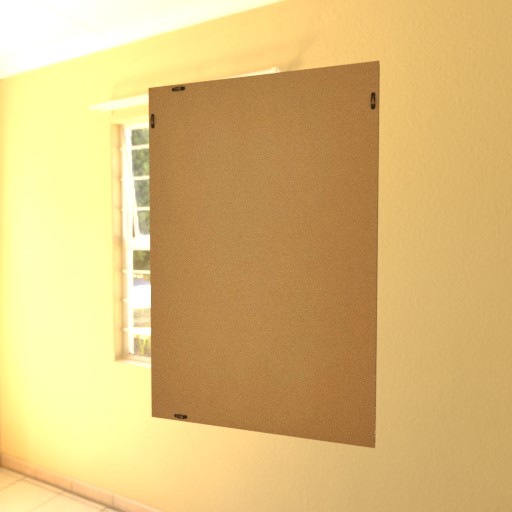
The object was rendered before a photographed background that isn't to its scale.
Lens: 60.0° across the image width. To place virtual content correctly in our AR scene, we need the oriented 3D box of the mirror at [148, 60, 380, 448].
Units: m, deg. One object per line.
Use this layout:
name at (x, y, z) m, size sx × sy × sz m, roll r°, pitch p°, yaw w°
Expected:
mirror at (0.000, 0.000, 1.152) m, size 0.609 × 0.915 × 0.040 m, roll 1°, pitch 2°, yaw 18°
